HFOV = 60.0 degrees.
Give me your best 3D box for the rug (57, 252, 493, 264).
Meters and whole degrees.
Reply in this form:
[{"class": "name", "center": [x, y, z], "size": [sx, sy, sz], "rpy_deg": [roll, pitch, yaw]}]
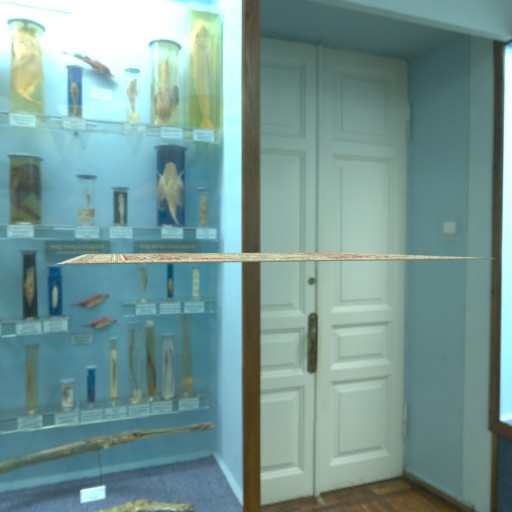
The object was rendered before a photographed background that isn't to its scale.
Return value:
[{"class": "rug", "center": [0.000, 0.000, 4.111], "size": [3.143, 0.008, 2.451], "rpy_deg": [0, 2, -18]}]
